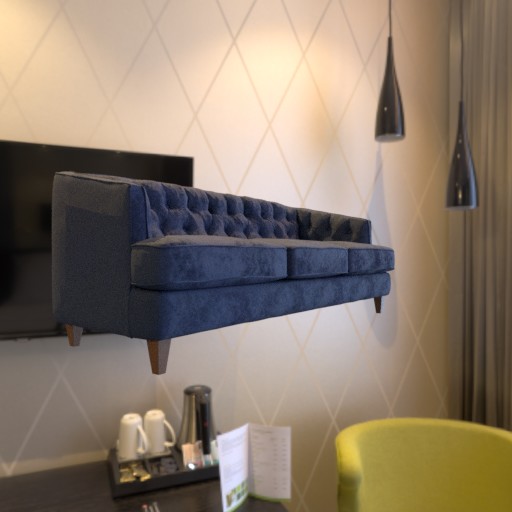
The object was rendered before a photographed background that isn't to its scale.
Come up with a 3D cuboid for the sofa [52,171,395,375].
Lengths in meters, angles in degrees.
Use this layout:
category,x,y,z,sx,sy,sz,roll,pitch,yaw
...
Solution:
category,x,y,z,sx,sy,sz,roll,pitch,yaw
sofa,0.000,0.000,2.679,0.941,0.855,2.278,0,0,37
